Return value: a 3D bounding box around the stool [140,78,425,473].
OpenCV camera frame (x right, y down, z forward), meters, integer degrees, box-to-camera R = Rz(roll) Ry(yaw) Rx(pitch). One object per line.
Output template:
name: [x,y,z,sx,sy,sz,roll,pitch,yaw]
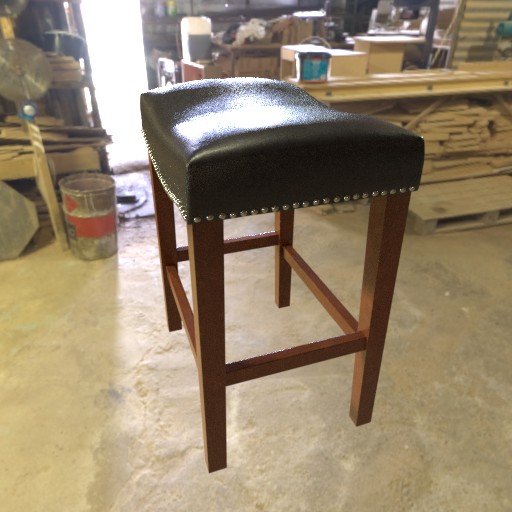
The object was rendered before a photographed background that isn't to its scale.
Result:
stool: [0.000,0.000,0.947,0.372,0.654,0.504,-10,32,-17]
